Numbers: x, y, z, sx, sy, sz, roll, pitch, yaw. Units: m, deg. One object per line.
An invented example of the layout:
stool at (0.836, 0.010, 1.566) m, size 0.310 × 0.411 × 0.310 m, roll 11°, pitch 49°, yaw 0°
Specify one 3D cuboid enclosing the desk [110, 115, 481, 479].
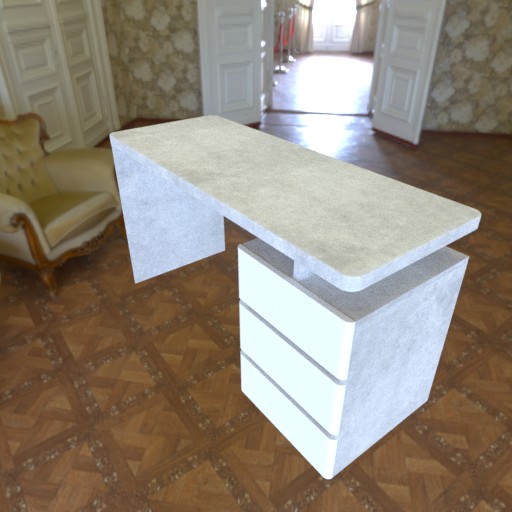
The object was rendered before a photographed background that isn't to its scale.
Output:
desk at (0.000, 0.000, 1.757) m, size 0.550 × 0.755 × 1.400 m, roll -22°, pitch 37°, yaw -31°
